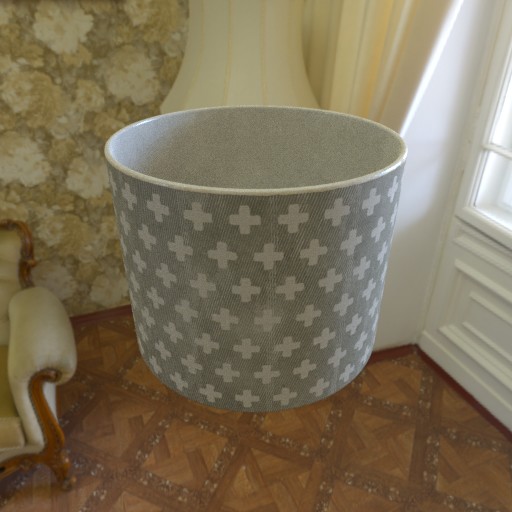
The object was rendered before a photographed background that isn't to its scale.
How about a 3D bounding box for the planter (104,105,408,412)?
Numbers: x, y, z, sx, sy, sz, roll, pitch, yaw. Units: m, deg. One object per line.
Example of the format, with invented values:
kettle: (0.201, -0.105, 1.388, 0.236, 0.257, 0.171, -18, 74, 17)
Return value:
planter: (0.000, 0.000, 0.334, 0.190, 0.181, 0.190, 0, 30, 0)
